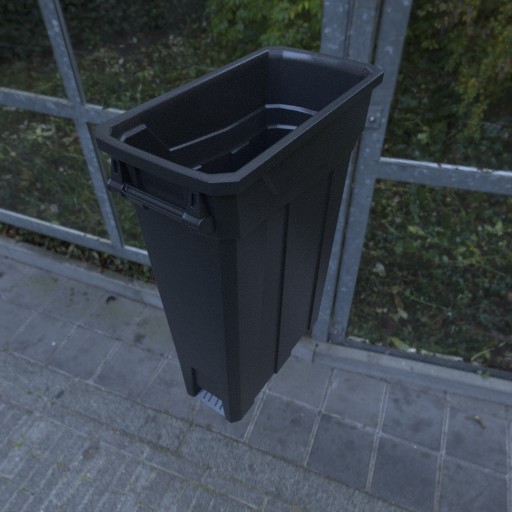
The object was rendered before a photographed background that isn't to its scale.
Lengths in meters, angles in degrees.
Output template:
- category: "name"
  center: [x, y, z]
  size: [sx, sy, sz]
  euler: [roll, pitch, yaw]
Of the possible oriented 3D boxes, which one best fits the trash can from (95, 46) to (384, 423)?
- category: "trash can"
  center: [0.000, 0.000, 1.038]
  size: [0.281, 0.762, 0.559]
  euler: [25, 47, 25]
